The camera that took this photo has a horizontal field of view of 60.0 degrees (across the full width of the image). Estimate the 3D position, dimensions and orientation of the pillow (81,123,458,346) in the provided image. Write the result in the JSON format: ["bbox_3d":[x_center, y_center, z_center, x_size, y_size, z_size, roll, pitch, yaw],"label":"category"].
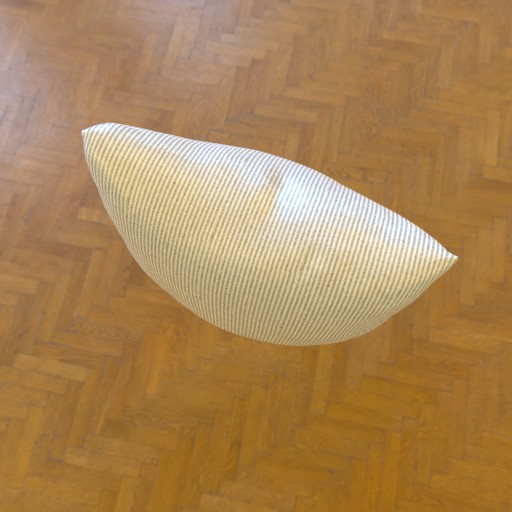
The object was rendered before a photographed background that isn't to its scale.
[{"bbox_3d":[0.000,0.000,0.688,0.310,0.432,0.387,-34,78,-8],"label":"pillow"}]
